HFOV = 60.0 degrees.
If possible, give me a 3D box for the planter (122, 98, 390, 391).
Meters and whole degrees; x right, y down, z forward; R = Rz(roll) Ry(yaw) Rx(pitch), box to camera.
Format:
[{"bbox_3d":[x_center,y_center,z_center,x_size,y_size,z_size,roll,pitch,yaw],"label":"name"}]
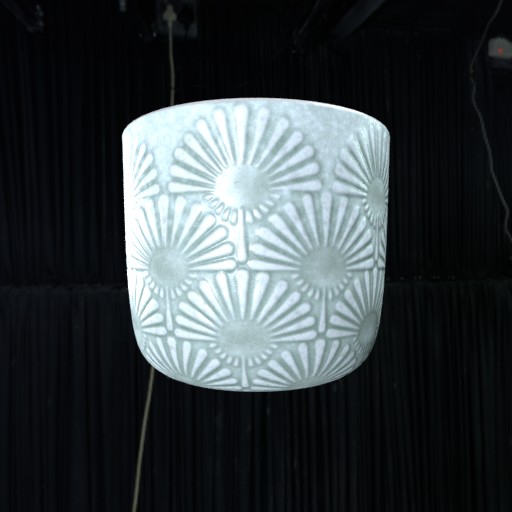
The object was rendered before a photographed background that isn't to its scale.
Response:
[{"bbox_3d":[0.000,0.000,0.214,0.124,0.109,0.124,0,0,0],"label":"planter"}]
